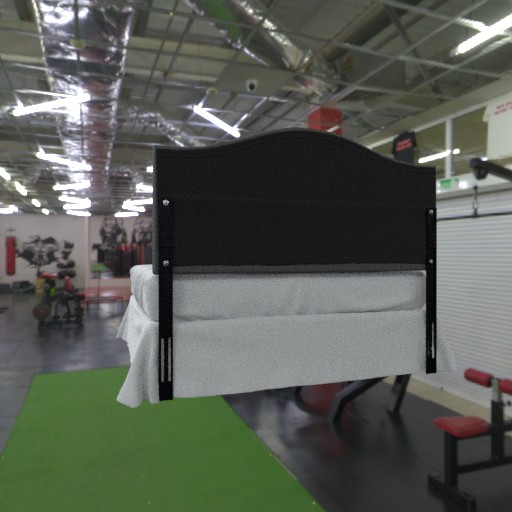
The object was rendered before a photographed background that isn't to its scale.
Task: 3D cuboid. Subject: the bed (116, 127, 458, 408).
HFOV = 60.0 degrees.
[{"bbox_3d":[0.000,0.000,3.803,2.314,1.651,2.219,0,0,-18],"label":"bed"}]
